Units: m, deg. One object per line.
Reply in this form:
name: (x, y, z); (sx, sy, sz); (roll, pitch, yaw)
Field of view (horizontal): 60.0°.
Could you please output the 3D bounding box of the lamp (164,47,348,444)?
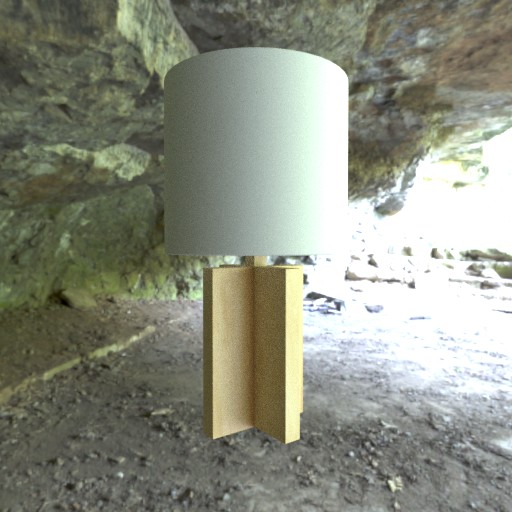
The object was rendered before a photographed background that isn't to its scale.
lamp: (0.000, 0.000, 0.566); (0.229, 0.428, 0.229); (-1, 2, -37)
